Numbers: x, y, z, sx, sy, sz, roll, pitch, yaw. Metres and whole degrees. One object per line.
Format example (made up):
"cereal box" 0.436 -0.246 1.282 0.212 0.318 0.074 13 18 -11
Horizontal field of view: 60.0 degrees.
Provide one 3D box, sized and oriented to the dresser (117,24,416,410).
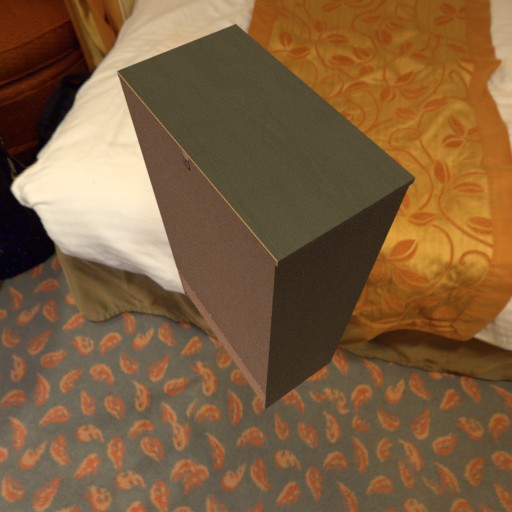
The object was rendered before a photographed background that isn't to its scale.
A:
"dresser" 0.000 0.000 1.590 0.399 1.255 0.704 -31 63 -17
